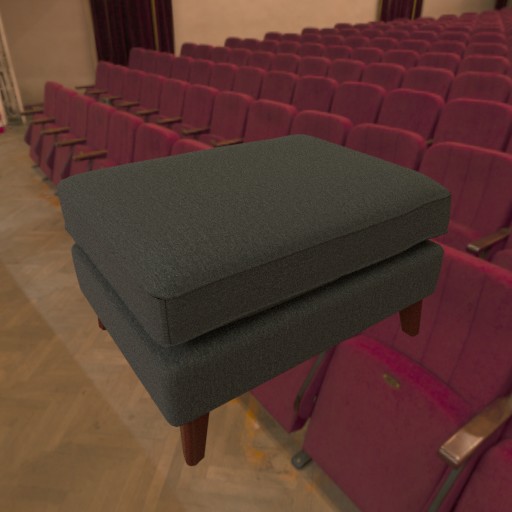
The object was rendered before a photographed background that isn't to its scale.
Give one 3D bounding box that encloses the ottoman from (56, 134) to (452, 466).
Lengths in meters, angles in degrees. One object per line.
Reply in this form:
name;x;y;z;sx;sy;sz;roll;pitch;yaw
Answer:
ottoman;0.000;0.000;1.211;0.835;0.503;0.629;-19;34;-30
